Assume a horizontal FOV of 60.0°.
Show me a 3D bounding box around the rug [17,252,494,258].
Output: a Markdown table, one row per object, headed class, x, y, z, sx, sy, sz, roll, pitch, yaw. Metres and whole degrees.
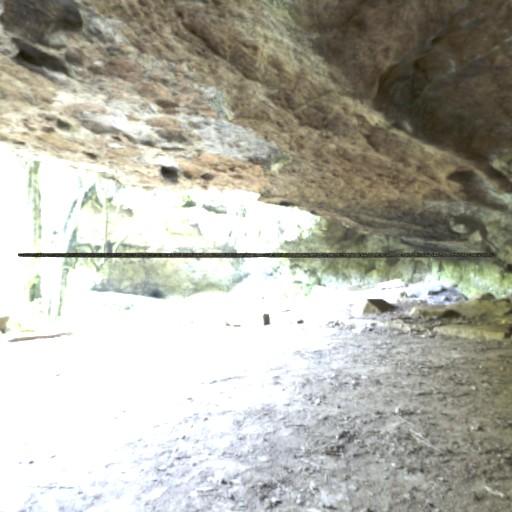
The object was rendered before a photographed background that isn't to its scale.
| class | x | y | z | sx | sy | sz | roll | pitch | yaw |
| --- | --- | --- | --- | --- | --- | --- | --- | --- | --- |
| rug | 0.000 | 0.000 | 3.400 | 2.699 | 0.026 | 1.802 | 0 | 0 | 1 |
